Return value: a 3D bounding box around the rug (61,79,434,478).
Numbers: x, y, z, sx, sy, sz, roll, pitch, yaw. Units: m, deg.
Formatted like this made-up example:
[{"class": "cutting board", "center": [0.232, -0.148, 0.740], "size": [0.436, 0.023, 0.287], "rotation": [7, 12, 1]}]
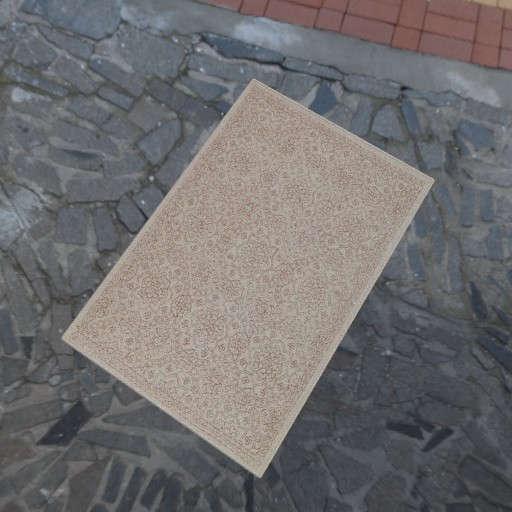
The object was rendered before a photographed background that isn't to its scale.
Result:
[{"class": "rug", "center": [0.000, 0.000, 2.385], "size": [1.219, 0.010, 1.829], "rotation": [32, 78, 8]}]
